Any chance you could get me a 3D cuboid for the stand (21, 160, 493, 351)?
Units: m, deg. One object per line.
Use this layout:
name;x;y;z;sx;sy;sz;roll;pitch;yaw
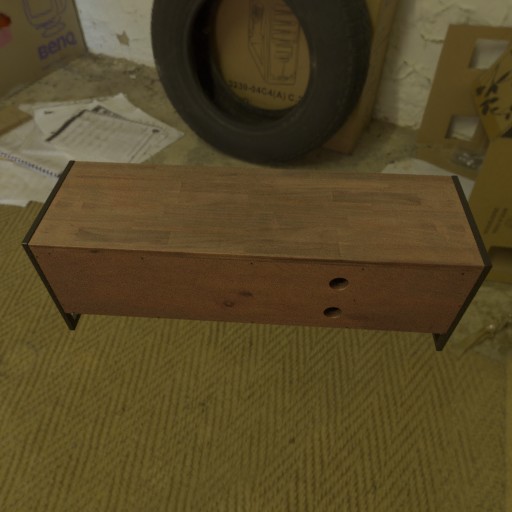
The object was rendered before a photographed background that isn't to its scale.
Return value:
stand;0.000;0.000;1.724;1.480;0.506;0.454;3;48;3
